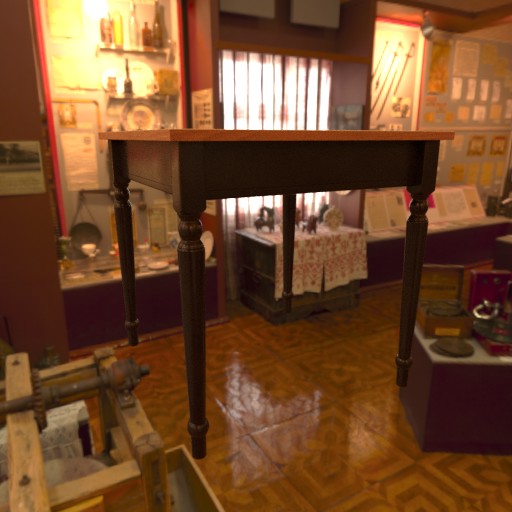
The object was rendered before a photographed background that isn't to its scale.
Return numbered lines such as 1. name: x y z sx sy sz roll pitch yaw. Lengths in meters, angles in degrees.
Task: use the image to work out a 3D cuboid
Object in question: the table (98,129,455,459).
1. table: 0.000 0.000 1.367 0.747 0.738 0.747 -8 17 -27
